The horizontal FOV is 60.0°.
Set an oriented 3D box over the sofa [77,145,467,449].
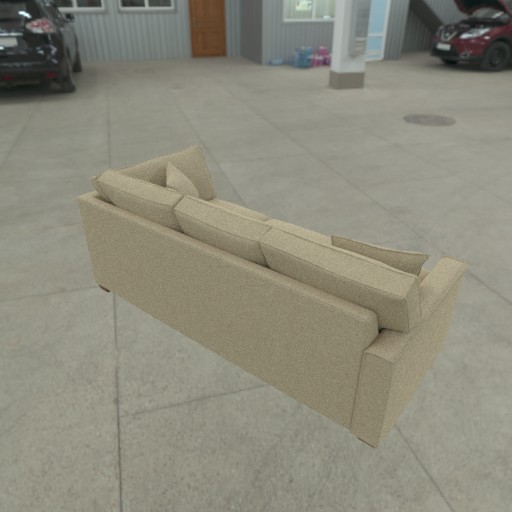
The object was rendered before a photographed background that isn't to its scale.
[{"bbox_3d":[0.000,0.000,2.879,2.317,0.962,1.061,22,37,32],"label":"sofa"}]
